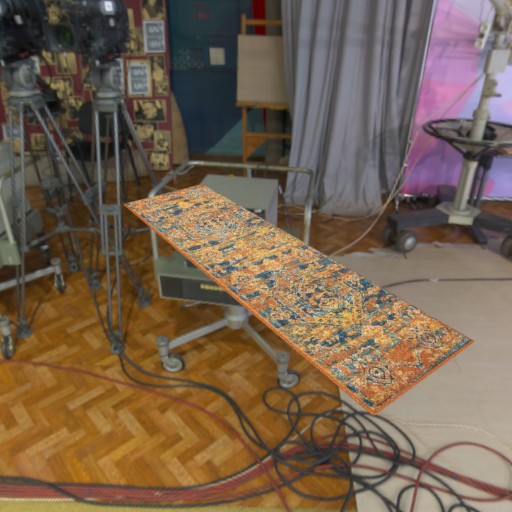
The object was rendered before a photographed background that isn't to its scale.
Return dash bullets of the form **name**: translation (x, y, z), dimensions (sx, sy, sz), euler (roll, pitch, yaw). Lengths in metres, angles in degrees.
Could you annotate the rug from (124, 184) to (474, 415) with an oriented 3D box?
- **rug**: translation (0.000, 0.000, 2.518), dimensions (0.651, 0.016, 2.274), euler (-21, 36, -31)
